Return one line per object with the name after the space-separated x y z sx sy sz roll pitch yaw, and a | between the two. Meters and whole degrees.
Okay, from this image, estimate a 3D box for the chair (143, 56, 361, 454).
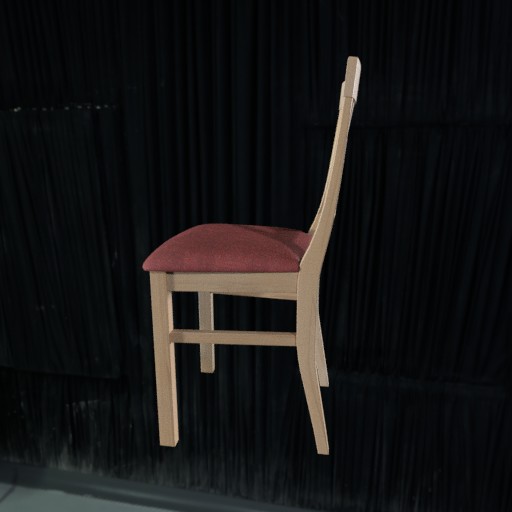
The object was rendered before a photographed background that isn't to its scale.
0.000 0.000 1.184 0.492 0.912 0.439 2 14 9 | chair
